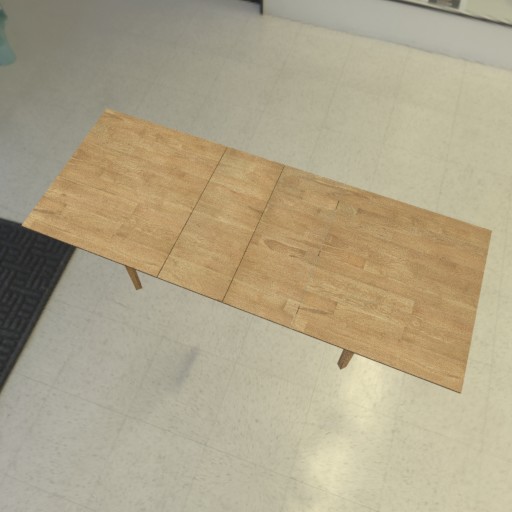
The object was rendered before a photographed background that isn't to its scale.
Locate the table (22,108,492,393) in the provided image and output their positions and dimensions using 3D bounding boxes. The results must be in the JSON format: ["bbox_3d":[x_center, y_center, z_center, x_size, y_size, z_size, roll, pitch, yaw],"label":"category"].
[{"bbox_3d":[0.000,0.000,2.964,2.603,0.752,1.000,20,65,9],"label":"table"}]
